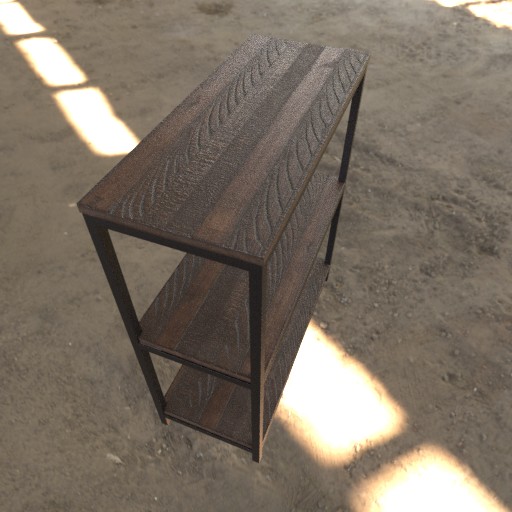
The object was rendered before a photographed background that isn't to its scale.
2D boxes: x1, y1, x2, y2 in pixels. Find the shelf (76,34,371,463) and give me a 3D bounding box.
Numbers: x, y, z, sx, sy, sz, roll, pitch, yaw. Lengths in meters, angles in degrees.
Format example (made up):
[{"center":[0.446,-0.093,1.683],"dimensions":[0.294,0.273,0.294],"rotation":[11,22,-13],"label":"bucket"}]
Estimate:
[{"center":[0.000,0.000,1.339],"dimensions":[0.352,0.947,0.822],"rotation":[16,49,15],"label":"shelf"}]
